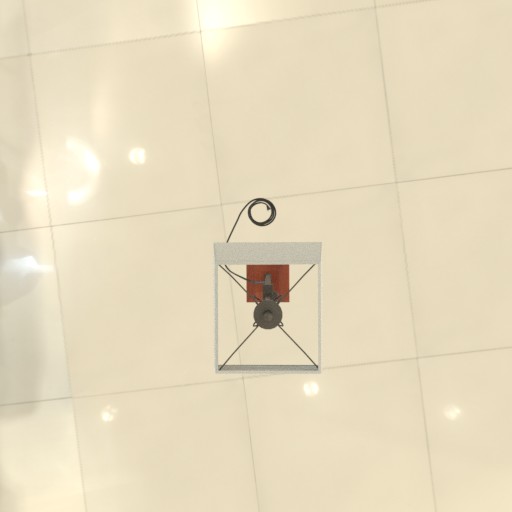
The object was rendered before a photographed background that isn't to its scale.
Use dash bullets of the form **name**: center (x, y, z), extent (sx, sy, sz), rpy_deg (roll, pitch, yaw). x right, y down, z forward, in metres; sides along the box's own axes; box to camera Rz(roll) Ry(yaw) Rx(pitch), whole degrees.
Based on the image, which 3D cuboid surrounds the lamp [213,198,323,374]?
- **lamp**: center (0.000, 0.000, 2.027), extent (0.472, 1.712, 0.745), rpy_deg (0, 90, 2)
